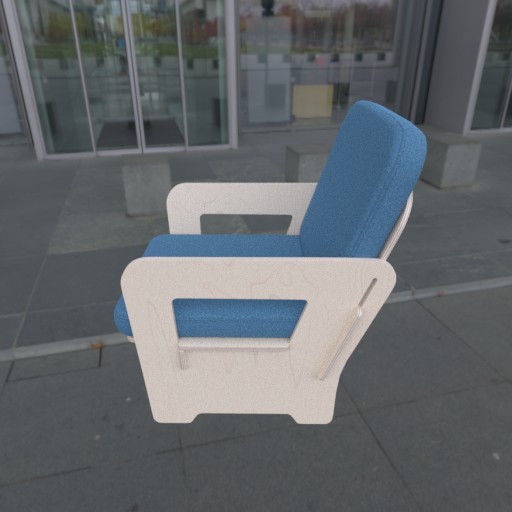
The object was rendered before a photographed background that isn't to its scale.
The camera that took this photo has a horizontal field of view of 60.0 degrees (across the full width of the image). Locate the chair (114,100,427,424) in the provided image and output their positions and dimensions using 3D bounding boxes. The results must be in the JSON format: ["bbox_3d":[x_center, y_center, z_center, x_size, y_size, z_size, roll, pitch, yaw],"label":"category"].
[{"bbox_3d":[0.000,0.000,1.172,0.657,0.747,0.547,0,26,0],"label":"chair"}]
